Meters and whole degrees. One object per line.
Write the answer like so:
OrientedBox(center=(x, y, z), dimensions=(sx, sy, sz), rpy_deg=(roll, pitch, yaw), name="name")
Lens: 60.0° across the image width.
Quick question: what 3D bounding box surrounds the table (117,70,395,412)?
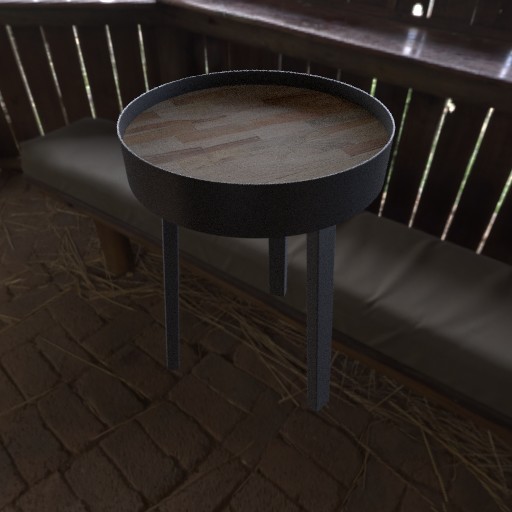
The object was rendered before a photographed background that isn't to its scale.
OrientedBox(center=(0.000, 0.000, 0.848), dimensions=(0.406, 0.559, 0.406), rpy_deg=(0, 40, 0), name="table")
